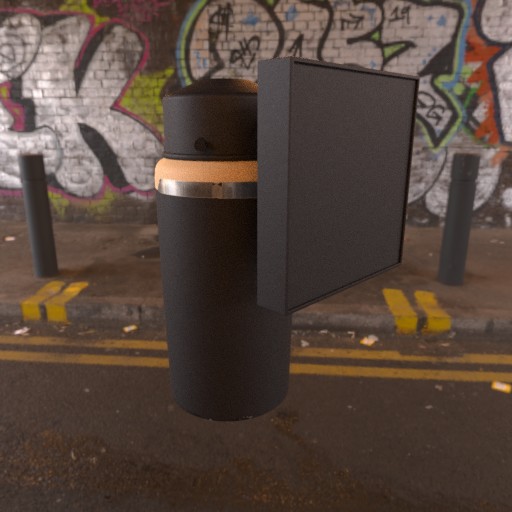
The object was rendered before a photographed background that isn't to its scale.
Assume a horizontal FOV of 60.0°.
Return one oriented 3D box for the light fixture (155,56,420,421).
[{"bbox_3d":[0.000,0.000,0.343,0.176,0.257,0.130,16,23,43],"label":"light fixture"}]
